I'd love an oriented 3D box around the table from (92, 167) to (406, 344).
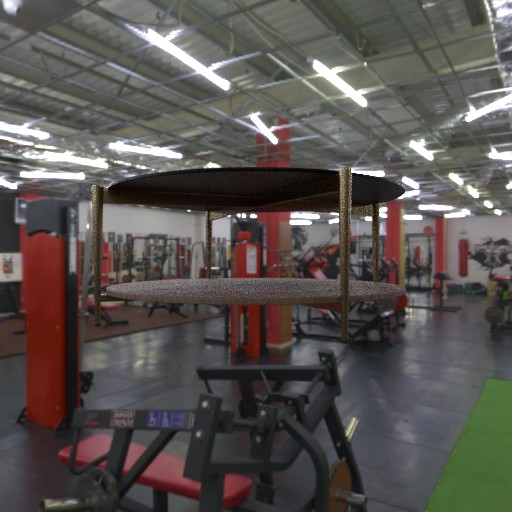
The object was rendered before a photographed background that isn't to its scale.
[{"bbox_3d":[0.000,0.000,1.465,0.938,0.400,0.938,0,0,36],"label":"table"}]
